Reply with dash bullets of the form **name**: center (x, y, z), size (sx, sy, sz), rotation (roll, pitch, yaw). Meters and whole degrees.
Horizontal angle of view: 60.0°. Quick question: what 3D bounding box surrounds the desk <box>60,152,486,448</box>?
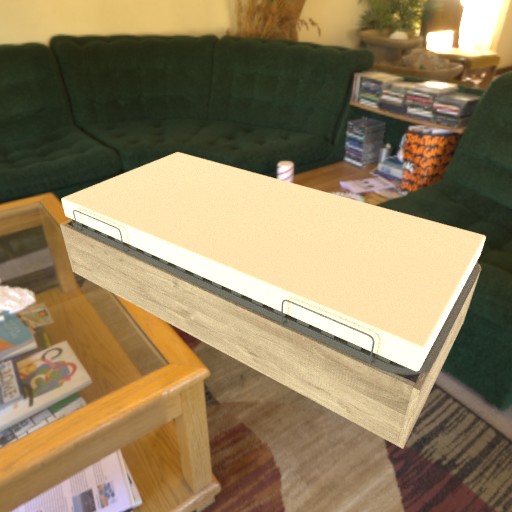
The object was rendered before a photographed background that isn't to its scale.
- **desk**: center (0.000, 0.000, 2.205), size (1.900, 0.455, 0.900), rotation (21, 38, 29)
